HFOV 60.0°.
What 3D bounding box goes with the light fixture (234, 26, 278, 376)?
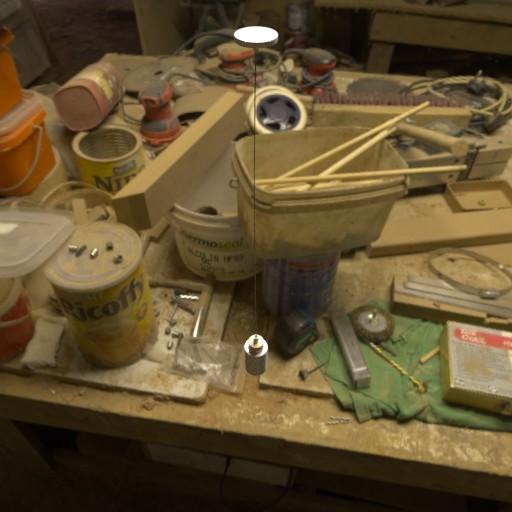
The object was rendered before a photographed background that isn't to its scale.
[{"bbox_3d":[0.000,0.000,1.900,0.125,1.798,0.125,7,46,7],"label":"light fixture"}]
